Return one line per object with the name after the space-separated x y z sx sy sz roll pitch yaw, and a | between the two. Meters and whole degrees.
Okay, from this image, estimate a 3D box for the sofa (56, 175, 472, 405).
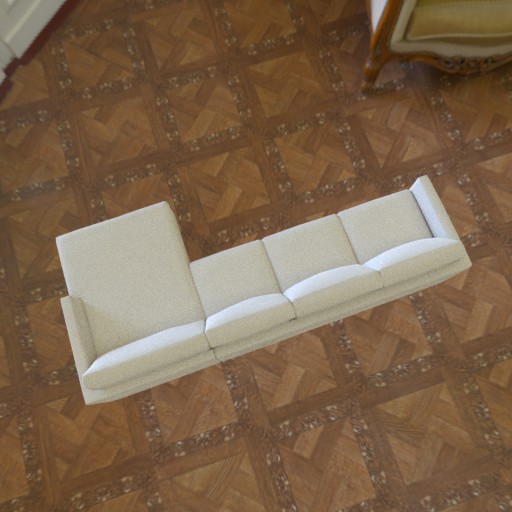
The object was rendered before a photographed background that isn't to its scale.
0.000 0.000 4.143 3.471 0.954 1.599 -19 76 -5 | sofa
